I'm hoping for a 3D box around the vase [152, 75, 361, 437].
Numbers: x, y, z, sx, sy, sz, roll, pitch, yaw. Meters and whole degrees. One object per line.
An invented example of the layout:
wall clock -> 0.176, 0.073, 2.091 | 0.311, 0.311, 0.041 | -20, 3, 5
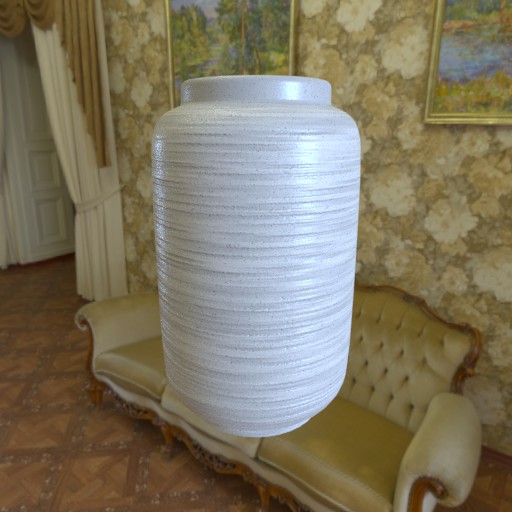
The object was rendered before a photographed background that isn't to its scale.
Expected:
vase -> 0.000, 0.000, 0.460 | 0.202, 0.335, 0.202 | 0, 16, 0
